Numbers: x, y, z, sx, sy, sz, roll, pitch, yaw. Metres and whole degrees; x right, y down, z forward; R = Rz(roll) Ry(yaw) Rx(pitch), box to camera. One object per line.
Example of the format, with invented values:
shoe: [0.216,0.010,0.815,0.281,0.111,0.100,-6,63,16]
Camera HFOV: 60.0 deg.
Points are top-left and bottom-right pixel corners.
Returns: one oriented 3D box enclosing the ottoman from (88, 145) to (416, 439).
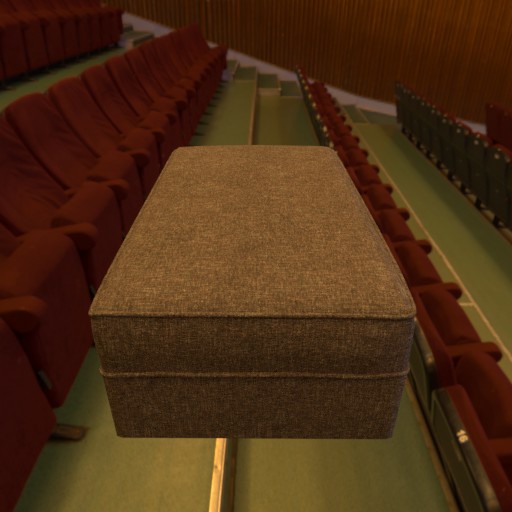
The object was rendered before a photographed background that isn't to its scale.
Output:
ottoman: [0.000,0.000,1.499,0.717,0.487,1.184,0,30,0]
